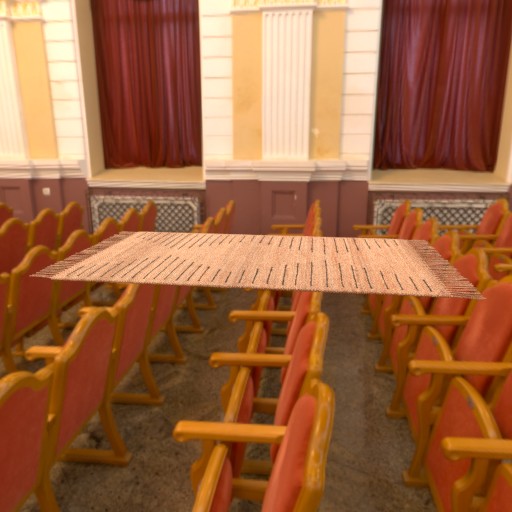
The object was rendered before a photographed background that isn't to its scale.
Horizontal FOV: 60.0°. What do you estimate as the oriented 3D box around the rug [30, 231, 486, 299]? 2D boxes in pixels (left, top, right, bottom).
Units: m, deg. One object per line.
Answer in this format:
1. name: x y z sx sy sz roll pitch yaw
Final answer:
1. rug: 0.000 0.000 2.044 1.718 0.017 0.905 2 15 8
